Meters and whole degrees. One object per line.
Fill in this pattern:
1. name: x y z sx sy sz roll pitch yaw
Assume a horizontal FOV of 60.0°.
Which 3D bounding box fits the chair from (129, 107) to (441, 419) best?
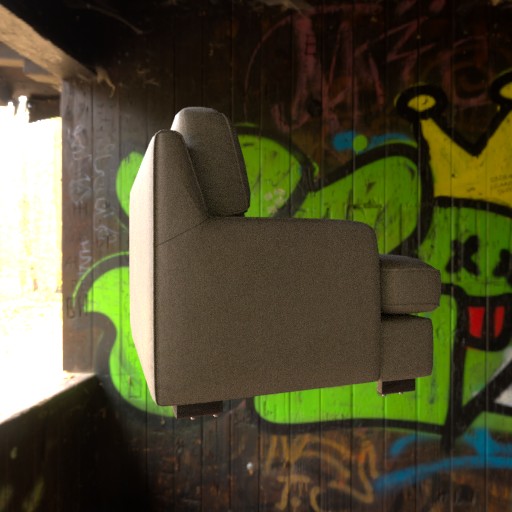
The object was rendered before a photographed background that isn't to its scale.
1. chair: 0.000 0.000 1.985 1.043 0.974 1.270 0 0 -19
